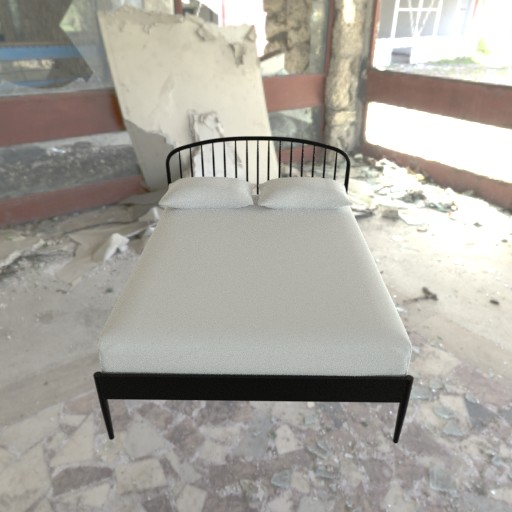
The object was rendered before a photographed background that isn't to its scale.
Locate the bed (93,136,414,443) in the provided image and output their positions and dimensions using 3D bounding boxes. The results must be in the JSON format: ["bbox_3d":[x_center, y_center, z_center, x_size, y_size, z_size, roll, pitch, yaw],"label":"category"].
[{"bbox_3d":[0.000,0.000,3.108,1.618,1.166,2.159,0,28,1],"label":"bed"}]
